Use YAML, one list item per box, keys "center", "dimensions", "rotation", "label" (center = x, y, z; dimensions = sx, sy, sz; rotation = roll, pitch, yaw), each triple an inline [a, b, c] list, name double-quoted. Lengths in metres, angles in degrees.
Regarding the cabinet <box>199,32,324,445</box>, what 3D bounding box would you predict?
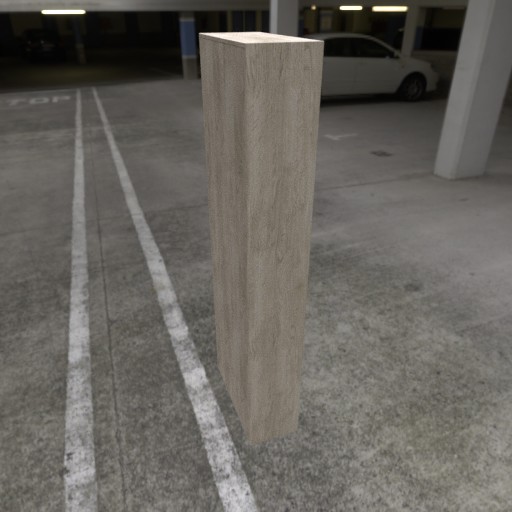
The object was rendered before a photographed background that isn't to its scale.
- center: [0.000, 0.000, 1.834]
  dimensions: [0.250, 1.630, 0.520]
  rotation: [-10, 31, -18]
  label: "cabinet"
